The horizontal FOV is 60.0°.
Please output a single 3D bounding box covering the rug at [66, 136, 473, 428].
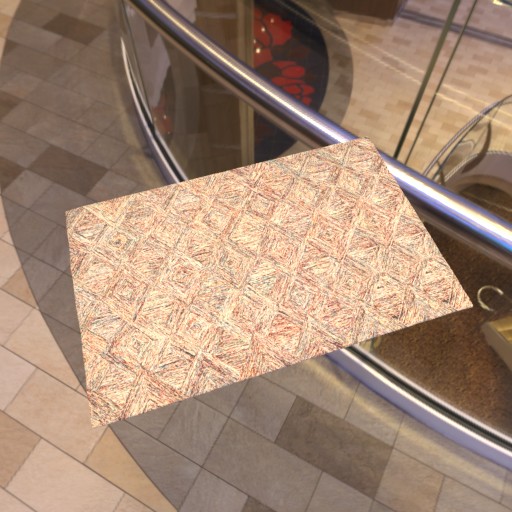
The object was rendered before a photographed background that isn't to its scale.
[{"bbox_3d":[0.000,0.000,2.195,1.761,0.014,1.143,-16,61,-9],"label":"rug"}]
